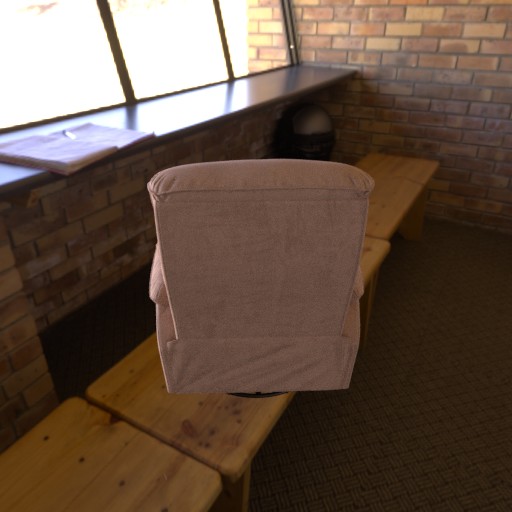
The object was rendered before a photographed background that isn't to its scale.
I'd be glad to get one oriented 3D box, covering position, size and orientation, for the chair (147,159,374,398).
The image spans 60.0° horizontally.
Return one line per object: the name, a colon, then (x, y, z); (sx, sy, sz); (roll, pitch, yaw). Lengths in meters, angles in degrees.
chair: (0.000, 0.000, 1.795); (0.820, 1.037, 1.004); (-1, 29, -2)
